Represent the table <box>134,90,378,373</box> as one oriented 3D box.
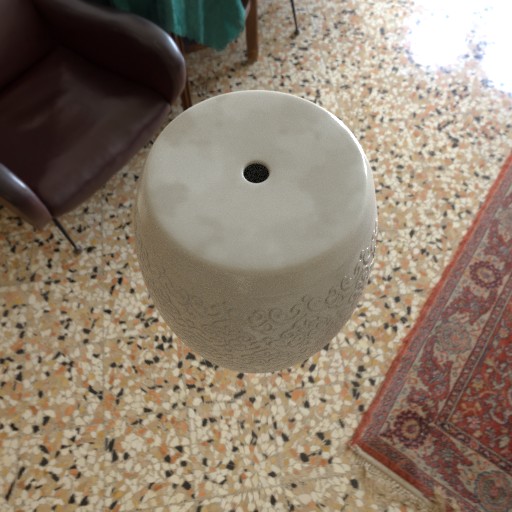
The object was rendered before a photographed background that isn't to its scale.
[{"bbox_3d":[0.000,0.000,0.628,0.309,0.397,0.309,0,64,0],"label":"table"}]
